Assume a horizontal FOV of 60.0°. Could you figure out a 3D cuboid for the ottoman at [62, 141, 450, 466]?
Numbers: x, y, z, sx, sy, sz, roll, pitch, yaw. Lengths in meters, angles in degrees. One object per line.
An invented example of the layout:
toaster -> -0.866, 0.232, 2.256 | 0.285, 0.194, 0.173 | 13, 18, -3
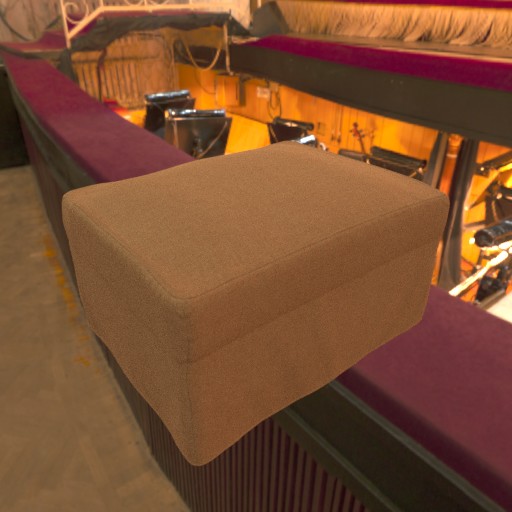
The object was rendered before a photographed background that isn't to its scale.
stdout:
ottoman -> 0.000, 0.000, 1.247 | 0.833, 0.485, 0.650 | -21, 36, -33
